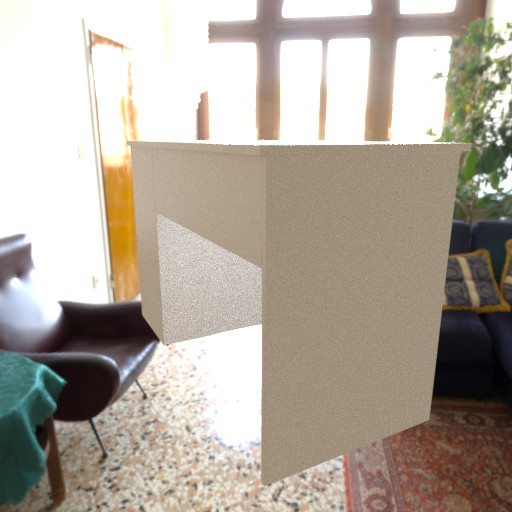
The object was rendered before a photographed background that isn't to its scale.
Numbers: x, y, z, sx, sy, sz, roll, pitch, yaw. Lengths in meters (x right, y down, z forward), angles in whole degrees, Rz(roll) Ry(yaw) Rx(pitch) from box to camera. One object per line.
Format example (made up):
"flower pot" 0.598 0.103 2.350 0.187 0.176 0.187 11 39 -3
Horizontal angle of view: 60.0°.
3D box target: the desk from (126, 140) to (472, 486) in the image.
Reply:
"desk" 0.000 0.000 1.470 0.560 0.735 1.097 -8 17 -27
